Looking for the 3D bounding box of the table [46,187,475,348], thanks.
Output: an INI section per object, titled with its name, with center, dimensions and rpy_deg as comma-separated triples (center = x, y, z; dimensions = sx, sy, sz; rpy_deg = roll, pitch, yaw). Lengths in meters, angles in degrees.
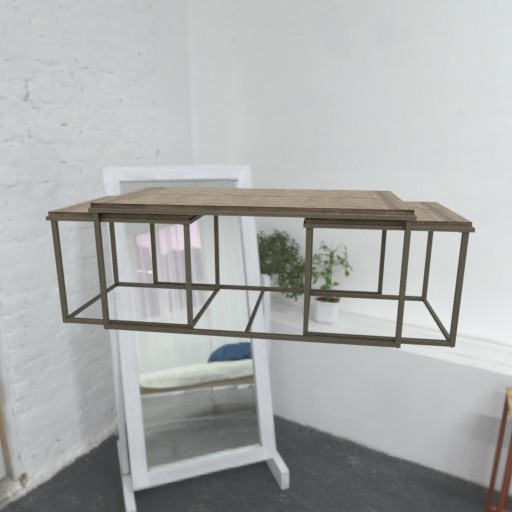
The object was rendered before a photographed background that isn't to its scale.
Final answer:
[table]
center = 0.000, 0.000, 1.588
dimensions = 1.312, 0.427, 0.489
rpy_deg = 2, 15, 8
